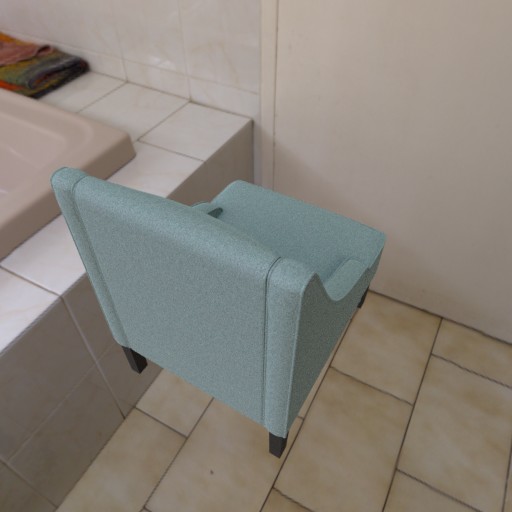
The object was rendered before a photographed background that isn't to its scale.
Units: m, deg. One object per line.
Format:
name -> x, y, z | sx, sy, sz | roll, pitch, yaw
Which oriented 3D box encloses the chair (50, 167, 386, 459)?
chair -> 0.000, 0.000, 1.865 | 0.857, 1.133, 1.025 | 23, 51, 21
